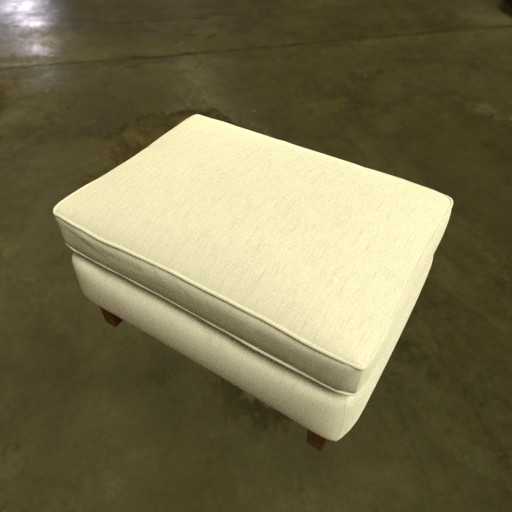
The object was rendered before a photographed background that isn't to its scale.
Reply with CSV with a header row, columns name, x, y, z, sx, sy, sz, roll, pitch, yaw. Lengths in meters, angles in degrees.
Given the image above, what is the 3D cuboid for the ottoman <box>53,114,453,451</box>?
name,x,y,z,sx,sy,sz,roll,pitch,yaw
ottoman,0.000,0.000,0.961,0.665,0.406,0.501,24,50,22
